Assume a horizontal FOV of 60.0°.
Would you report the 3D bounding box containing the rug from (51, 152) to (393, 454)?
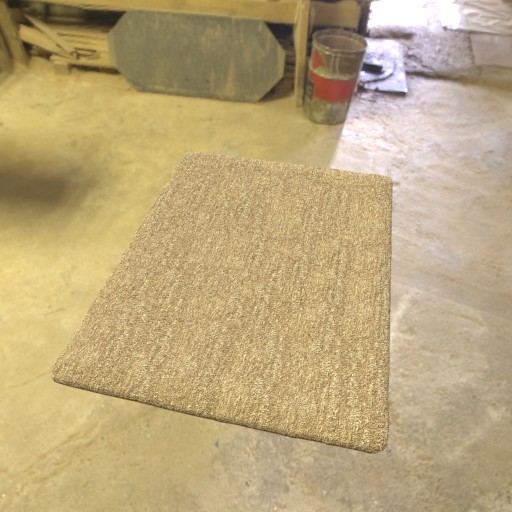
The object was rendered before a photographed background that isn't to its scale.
[{"bbox_3d":[0.000,0.000,3.737,2.242,0.050,2.873,9,46,9],"label":"rug"}]
